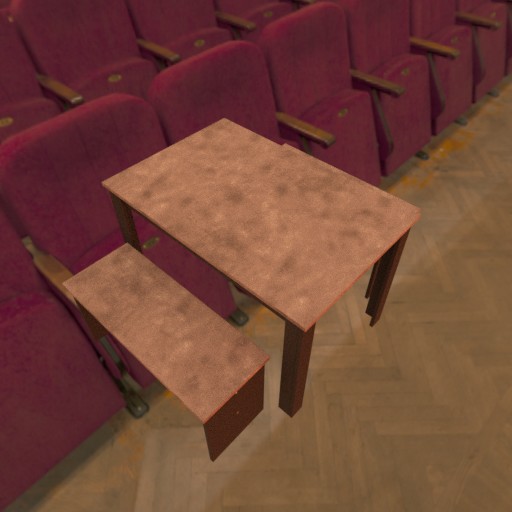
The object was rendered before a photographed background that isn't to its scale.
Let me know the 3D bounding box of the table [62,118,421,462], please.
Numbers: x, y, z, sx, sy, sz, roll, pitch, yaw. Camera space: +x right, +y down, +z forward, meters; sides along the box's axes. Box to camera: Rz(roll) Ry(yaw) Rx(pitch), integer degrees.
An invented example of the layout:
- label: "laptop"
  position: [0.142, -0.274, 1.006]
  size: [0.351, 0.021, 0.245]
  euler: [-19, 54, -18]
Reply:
- label: "table"
  position: [0.000, 0.000, 2.064]
  size: [1.100, 0.700, 1.443]
  euler: [34, 55, 28]
